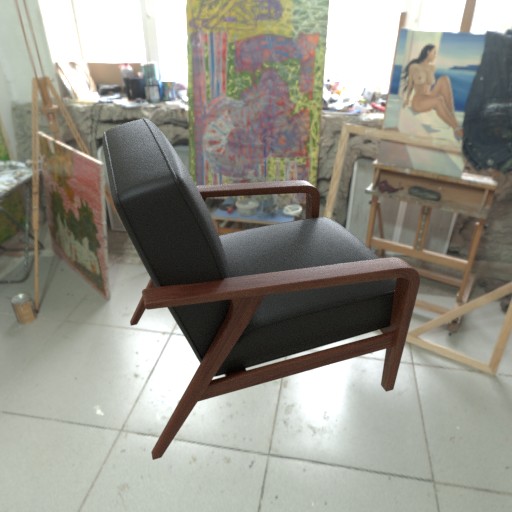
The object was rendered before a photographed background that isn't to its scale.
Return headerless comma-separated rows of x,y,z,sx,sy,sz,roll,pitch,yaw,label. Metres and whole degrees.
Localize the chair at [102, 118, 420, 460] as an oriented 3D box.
0.000,0.000,1.502,0.889,0.861,0.719,-10,32,-16,chair
